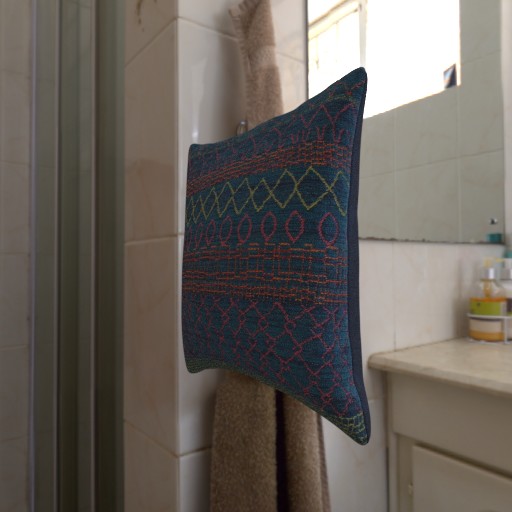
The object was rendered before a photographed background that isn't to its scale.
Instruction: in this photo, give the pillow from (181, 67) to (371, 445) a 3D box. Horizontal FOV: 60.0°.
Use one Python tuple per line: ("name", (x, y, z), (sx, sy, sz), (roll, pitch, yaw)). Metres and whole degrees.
("pillow", (0.000, 0.000, 0.666), (0.141, 0.431, 0.431), (1, -2, -35))
